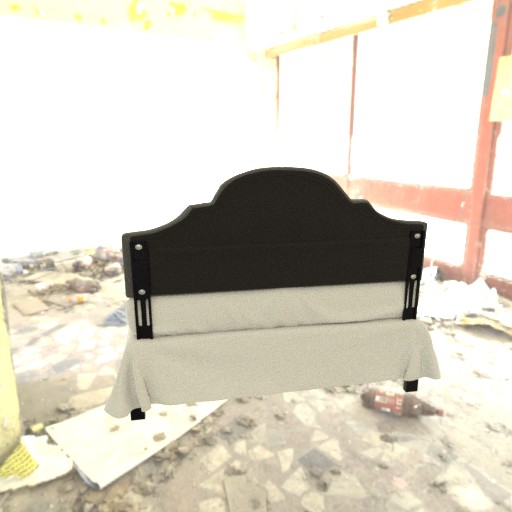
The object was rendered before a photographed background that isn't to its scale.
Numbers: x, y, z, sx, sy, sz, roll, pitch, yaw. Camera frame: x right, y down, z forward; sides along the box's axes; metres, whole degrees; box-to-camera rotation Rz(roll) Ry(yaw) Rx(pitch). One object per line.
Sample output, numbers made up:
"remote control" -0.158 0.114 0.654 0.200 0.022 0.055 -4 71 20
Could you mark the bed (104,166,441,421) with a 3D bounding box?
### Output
"bed" 0.000 0.000 3.793 2.303 1.631 2.222 -3 16 -9
